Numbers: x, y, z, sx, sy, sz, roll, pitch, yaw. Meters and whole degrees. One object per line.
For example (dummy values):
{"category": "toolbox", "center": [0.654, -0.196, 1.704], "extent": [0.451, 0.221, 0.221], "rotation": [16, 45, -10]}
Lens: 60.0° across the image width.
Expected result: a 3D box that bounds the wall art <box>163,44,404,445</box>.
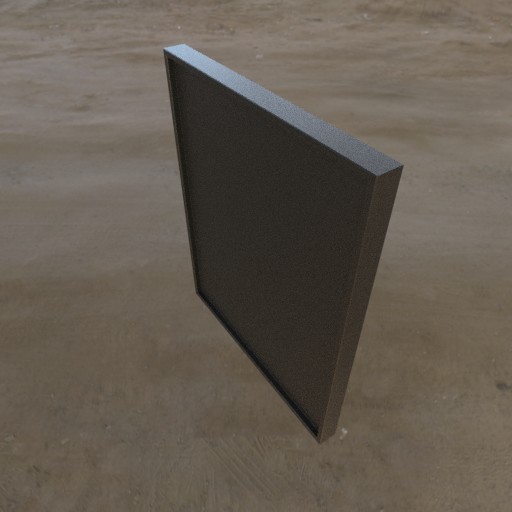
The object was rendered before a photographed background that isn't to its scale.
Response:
{"category": "wall art", "center": [0.000, 0.000, 0.745], "extent": [0.039, 0.555, 0.449], "rotation": [-25, 48, -25]}
